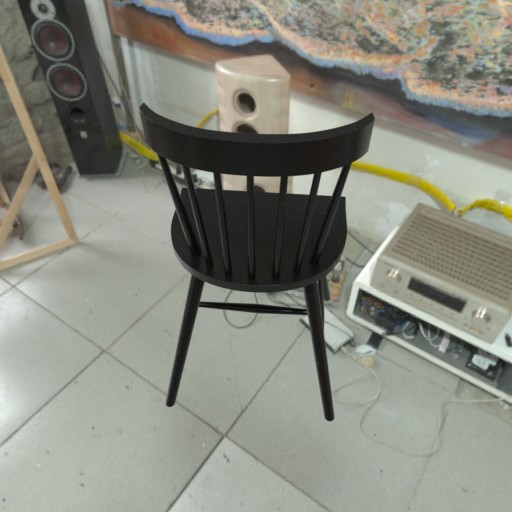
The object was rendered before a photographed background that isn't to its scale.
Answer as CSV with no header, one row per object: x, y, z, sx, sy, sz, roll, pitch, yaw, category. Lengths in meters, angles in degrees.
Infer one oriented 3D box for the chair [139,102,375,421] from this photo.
0.000,0.000,1.181,0.506,0.844,0.483,4,45,4,chair
